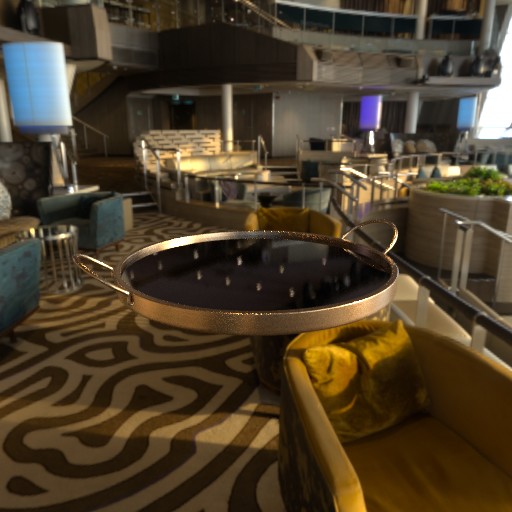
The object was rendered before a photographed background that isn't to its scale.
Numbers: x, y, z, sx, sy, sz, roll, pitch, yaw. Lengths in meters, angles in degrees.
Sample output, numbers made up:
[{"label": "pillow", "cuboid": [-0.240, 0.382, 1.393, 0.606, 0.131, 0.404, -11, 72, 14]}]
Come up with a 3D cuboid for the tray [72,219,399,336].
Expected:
[{"label": "tray", "cuboid": [0.000, 0.000, 0.711, 0.543, 0.069, 0.438, -8, 18, -26]}]
